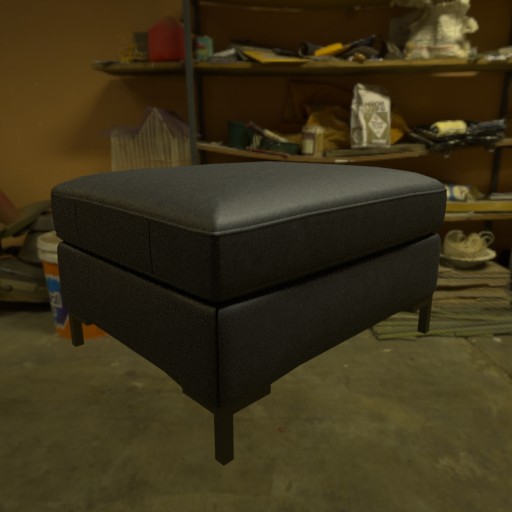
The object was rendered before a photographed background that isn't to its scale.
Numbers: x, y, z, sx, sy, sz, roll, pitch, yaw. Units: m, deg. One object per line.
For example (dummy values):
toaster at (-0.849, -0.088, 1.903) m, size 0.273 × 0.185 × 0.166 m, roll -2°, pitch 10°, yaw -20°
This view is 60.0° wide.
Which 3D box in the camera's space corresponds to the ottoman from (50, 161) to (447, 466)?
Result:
ottoman at (0.000, 0.000, 1.728) m, size 1.187 × 0.696 × 0.967 m, roll -14°, pitch 21°, yaw -42°
